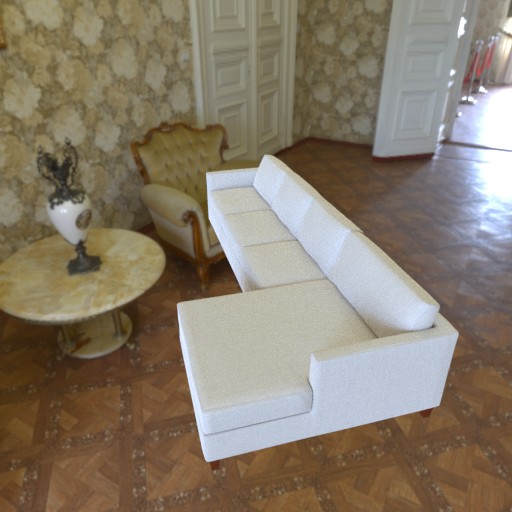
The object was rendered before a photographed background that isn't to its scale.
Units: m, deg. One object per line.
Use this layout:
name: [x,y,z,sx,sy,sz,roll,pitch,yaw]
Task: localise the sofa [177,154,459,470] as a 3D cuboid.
sofa: [0.000,0.000,4.041,1.599,0.954,3.471,-8,30,-14]
